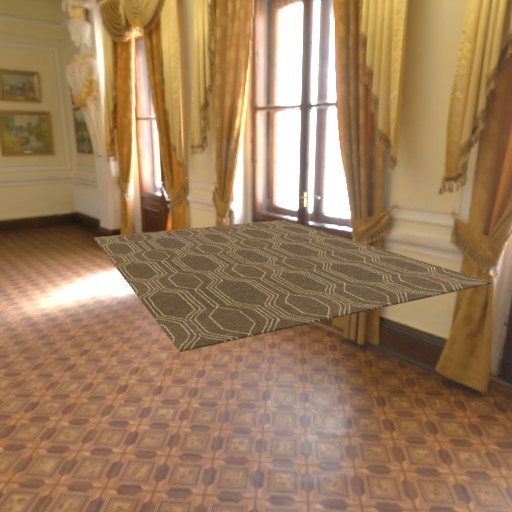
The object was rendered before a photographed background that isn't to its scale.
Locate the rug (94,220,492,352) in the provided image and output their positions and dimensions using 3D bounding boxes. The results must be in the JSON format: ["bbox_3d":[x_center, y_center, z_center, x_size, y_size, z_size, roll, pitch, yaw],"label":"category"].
[{"bbox_3d":[0.000,0.000,4.126,2.457,0.012,3.062,-7,16,-26],"label":"rug"}]
